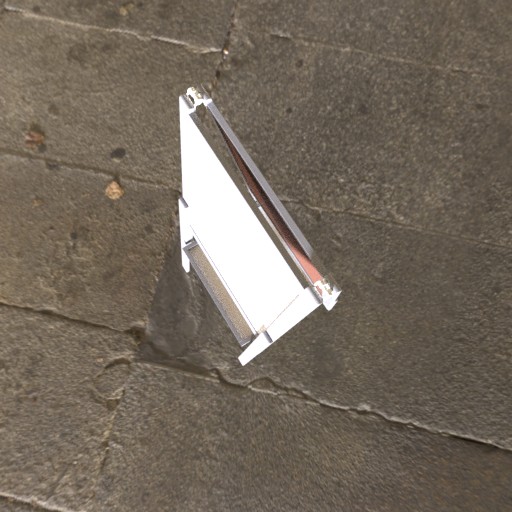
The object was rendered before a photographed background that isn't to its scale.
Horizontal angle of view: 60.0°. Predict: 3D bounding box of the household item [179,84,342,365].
[{"bbox_3d":[0.000,0.000,1.457,0.469,1.172,0.531,-31,78,-7],"label":"household item"}]
